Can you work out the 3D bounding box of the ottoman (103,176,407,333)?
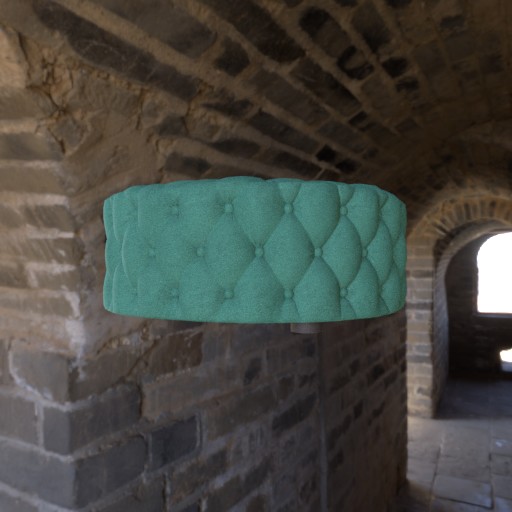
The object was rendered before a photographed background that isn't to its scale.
[{"bbox_3d":[0.000,0.000,1.532,0.998,0.399,0.998,0,-1,0],"label":"ottoman"}]
